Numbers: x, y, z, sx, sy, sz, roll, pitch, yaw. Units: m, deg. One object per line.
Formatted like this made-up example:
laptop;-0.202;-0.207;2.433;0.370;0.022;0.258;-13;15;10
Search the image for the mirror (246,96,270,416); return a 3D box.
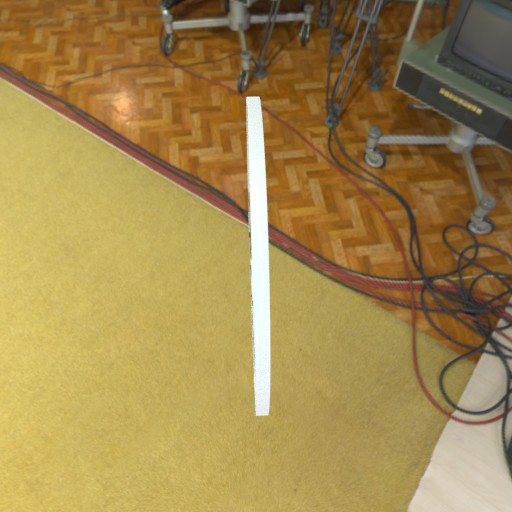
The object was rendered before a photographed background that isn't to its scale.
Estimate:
mirror;0.000;0.000;1.350;0.038;0.914;0.914;-2;58;-1
